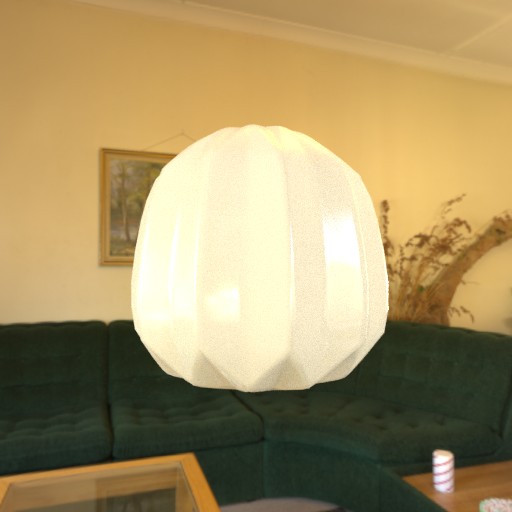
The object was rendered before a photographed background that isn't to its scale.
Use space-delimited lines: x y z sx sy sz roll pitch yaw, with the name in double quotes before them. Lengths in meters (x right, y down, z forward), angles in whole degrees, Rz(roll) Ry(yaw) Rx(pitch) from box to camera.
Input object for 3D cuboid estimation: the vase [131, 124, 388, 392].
"vase" 0.000 0.000 0.249 0.139 0.134 0.139 0 -2 0
